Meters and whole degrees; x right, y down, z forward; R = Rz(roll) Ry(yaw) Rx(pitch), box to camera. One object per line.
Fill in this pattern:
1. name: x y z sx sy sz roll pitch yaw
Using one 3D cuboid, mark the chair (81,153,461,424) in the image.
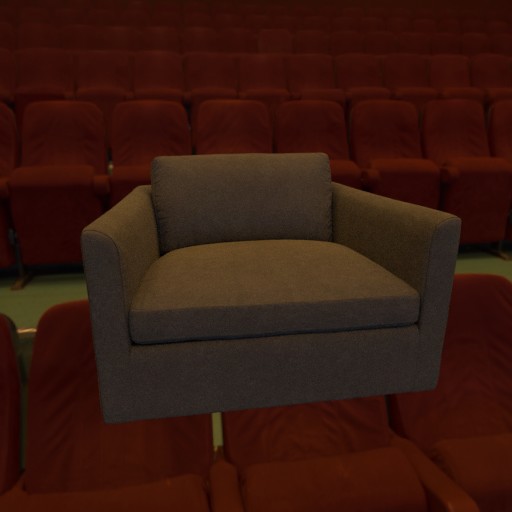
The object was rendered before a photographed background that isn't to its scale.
1. chair: 0.000 0.000 1.900 1.190 0.845 1.091 -3 16 -9
